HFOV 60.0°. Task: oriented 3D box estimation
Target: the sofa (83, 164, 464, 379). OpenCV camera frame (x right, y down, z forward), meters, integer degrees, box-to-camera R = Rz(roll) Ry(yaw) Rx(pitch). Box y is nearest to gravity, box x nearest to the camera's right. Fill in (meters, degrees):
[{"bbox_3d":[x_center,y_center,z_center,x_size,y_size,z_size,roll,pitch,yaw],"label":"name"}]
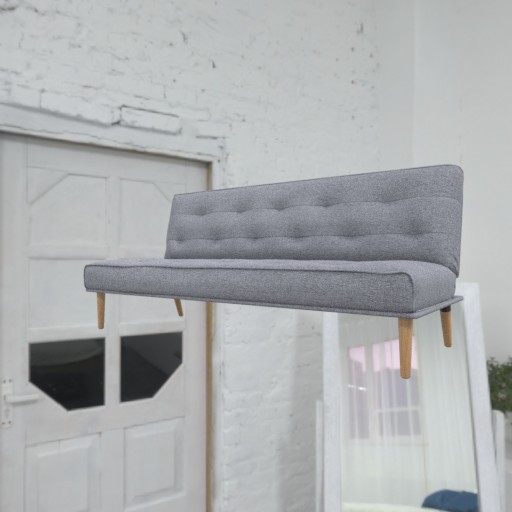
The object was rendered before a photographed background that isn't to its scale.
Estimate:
[{"bbox_3d":[0.000,0.000,2.261,1.820,0.830,0.810,0,0,36],"label":"sofa"}]
